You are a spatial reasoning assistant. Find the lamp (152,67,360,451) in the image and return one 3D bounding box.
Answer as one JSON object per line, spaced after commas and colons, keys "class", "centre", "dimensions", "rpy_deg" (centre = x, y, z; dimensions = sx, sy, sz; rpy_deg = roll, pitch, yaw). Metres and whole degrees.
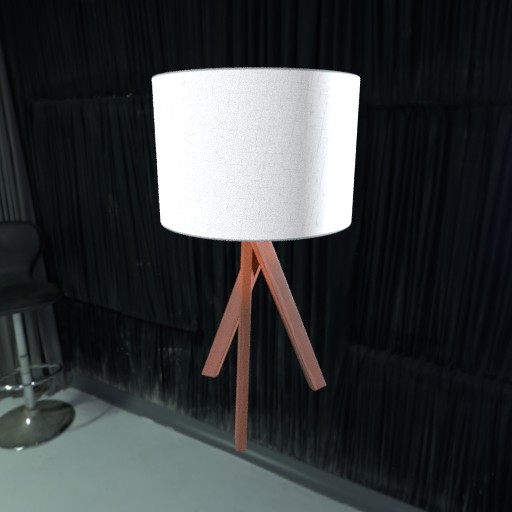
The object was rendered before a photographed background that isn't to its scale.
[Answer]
{"class": "lamp", "centre": [0.000, 0.000, 0.926], "dimensions": [0.380, 0.686, 0.380], "rpy_deg": [8, 18, 25]}
